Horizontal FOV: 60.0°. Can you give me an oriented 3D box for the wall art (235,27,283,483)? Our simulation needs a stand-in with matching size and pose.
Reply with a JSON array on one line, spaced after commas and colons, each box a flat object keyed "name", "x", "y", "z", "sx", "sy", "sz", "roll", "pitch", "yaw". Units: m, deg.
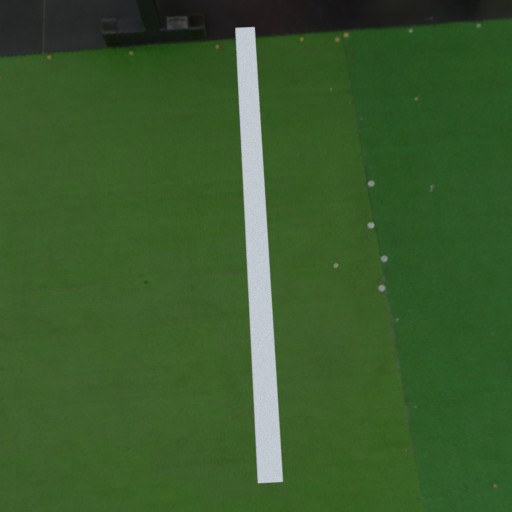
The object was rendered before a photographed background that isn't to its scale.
[{"name": "wall art", "x": 0.000, "y": 0.000, "z": 0.972, "sx": 0.038, "sy": 0.431, "sz": 0.812, "roll": -3, "pitch": 75, "yaw": -1}]
